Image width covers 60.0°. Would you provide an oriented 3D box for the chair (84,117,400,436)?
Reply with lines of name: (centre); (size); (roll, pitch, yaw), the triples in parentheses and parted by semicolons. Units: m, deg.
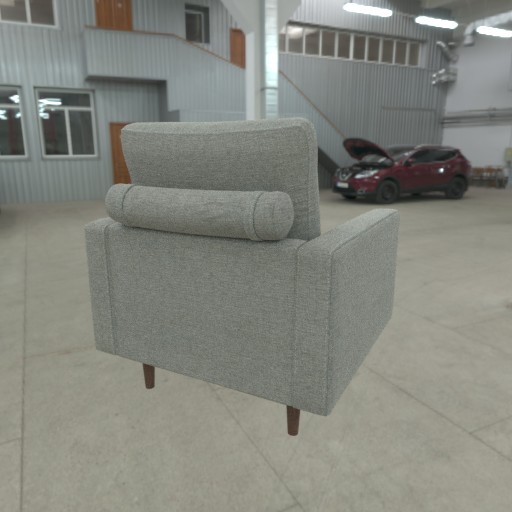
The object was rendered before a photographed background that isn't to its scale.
chair: (0.000, 0.000, 1.543); (0.821, 0.880, 0.843); (7, 16, 27)
